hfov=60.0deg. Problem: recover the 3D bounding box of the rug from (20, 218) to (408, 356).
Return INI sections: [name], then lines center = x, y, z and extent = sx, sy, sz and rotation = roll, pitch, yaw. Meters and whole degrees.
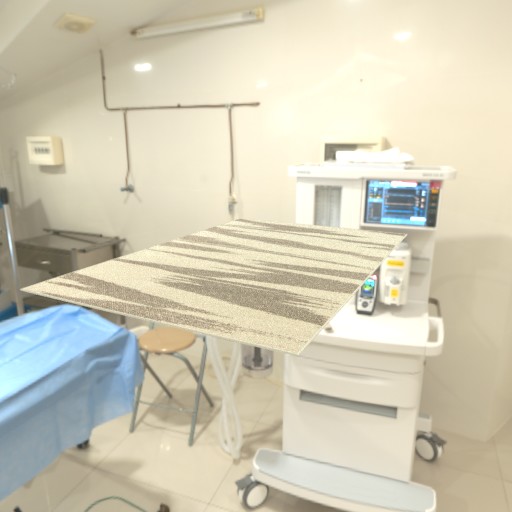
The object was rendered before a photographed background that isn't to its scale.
[rug]
center = 0.000, 0.000, 2.309
extent = 1.225, 0.008, 1.827
rotation = 8, 17, 27
